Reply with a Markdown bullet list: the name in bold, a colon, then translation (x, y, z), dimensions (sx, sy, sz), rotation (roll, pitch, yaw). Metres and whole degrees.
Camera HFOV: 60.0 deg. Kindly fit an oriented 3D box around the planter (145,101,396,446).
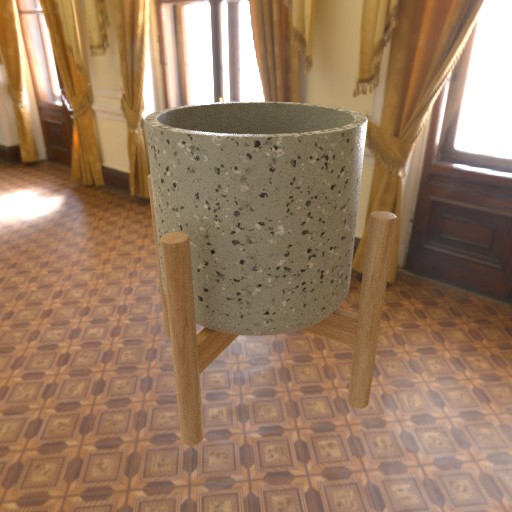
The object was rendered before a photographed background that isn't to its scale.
- **planter**: translation (0.000, 0.000, 0.523), dimensions (0.284, 0.320, 0.284), rotation (-19, 32, -33)
